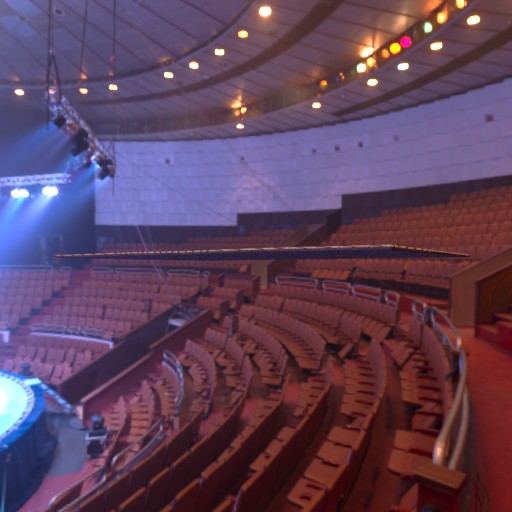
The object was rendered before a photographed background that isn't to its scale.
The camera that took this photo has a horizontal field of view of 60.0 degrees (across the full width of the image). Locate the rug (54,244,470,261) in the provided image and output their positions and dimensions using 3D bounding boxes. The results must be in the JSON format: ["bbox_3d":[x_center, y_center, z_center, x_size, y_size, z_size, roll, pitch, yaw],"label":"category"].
[{"bbox_3d":[0.000,0.000,3.026,2.406,0.023,1.539,-1,-2,36],"label":"rug"}]
